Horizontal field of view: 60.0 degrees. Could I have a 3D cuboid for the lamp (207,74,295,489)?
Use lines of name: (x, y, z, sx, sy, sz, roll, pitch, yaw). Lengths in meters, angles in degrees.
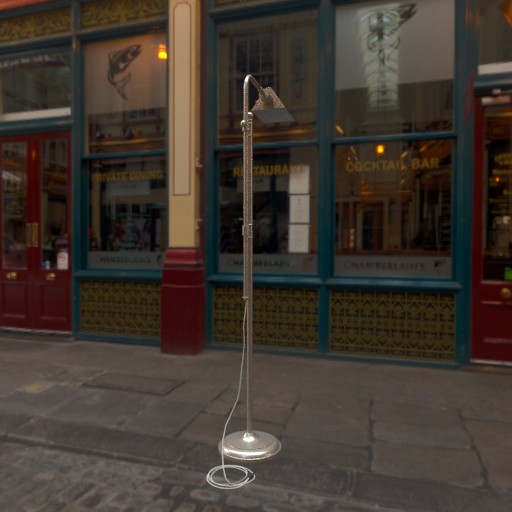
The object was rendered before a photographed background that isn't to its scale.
lamp: (0.000, 0.000, 1.886, 0.256, 1.571, 0.813, 0, 0, 17)
